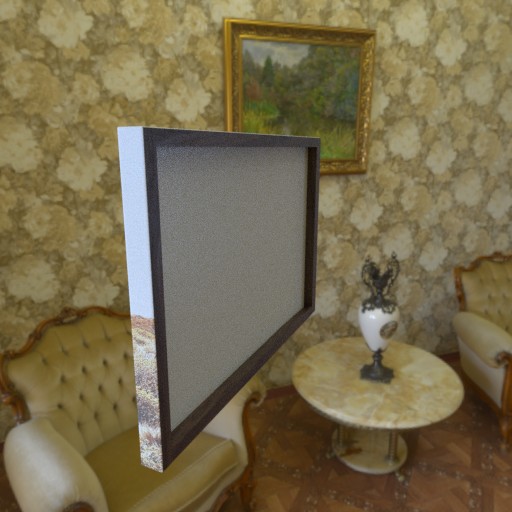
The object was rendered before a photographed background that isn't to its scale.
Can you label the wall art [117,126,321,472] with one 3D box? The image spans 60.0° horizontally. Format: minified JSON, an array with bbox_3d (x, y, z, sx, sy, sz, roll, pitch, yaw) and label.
[{"bbox_3d":[0.000,0.000,1.151,0.050,0.610,0.914,6,15,24],"label":"wall art"}]
